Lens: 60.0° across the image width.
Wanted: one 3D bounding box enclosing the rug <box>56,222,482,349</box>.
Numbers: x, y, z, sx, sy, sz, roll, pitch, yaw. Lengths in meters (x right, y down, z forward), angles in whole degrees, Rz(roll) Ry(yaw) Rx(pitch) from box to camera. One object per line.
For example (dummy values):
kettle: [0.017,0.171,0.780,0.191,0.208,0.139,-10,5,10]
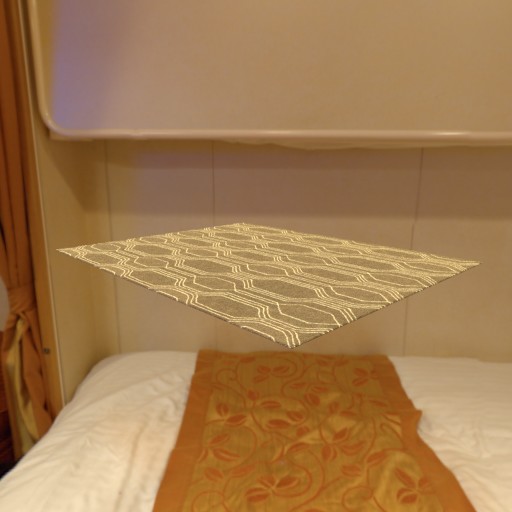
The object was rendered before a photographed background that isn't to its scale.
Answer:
rug: [0.000,0.000,4.056,2.457,0.012,3.062,-12,18,-42]
